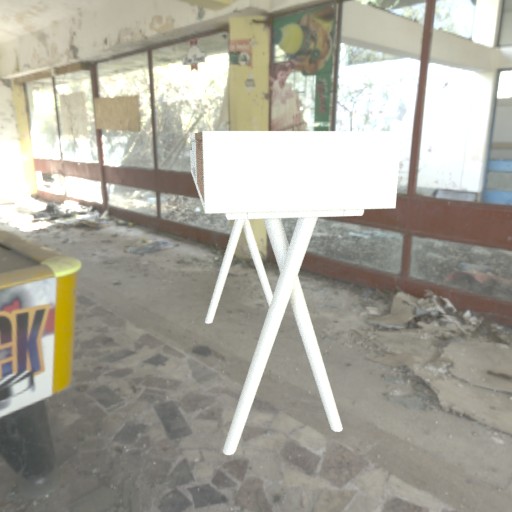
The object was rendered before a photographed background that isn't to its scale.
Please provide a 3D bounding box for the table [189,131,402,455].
[{"bbox_3d":[0.000,0.000,1.465,0.418,0.785,1.066,-3,15,-9],"label":"table"}]
